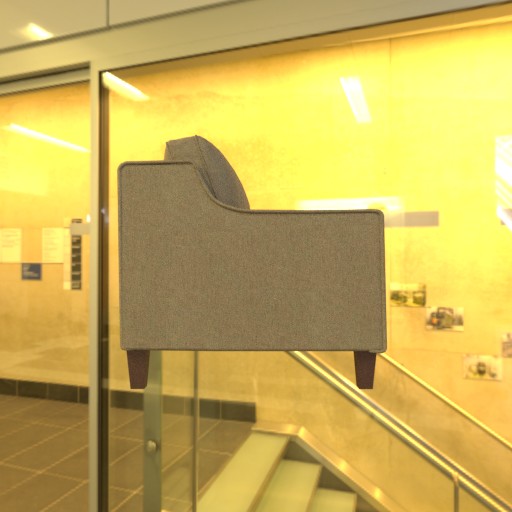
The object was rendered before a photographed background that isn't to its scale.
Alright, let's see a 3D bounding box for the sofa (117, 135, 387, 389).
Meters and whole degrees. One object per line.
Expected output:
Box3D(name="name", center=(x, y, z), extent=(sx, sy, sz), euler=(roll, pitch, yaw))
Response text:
Box3D(name="sofa", center=(0.000, 0.000, 2.799), extent=(1.073, 1.074, 2.181), euler=(0, 0, 0))
